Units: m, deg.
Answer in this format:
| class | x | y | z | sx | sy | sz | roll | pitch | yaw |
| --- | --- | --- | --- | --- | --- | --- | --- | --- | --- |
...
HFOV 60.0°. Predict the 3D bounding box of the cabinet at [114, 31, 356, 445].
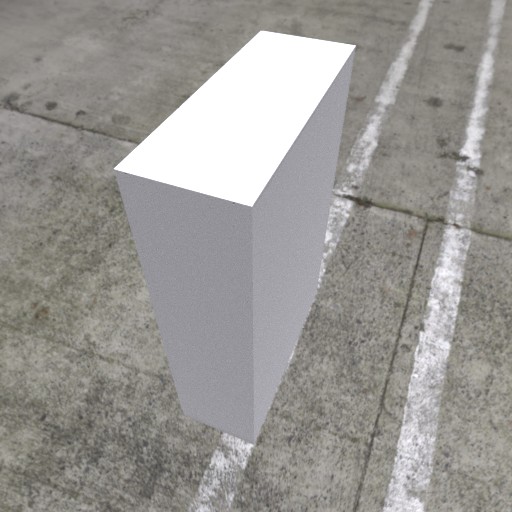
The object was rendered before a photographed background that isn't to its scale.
| class | x | y | z | sx | sy | sz | roll | pitch | yaw |
| --- | --- | --- | --- | --- | --- | --- | --- | --- | --- |
| cabinet | 0.000 | 0.000 | 2.498 | 0.510 | 1.910 | 1.290 | 17 | 49 | 15 |
